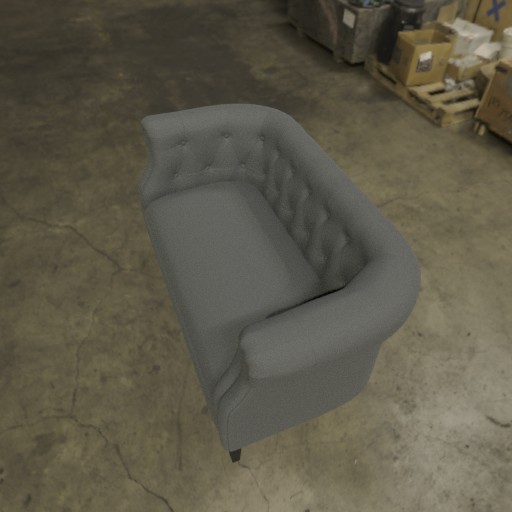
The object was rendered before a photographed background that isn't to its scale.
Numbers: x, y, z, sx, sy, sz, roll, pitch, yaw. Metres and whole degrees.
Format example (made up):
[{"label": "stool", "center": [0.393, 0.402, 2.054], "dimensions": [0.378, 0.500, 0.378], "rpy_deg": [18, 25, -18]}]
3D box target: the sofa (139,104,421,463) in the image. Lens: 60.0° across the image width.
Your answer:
[{"label": "sofa", "center": [0.000, 0.000, 2.059], "dimensions": [0.835, 0.827, 1.558], "rpy_deg": [-16, 48, -15]}]
